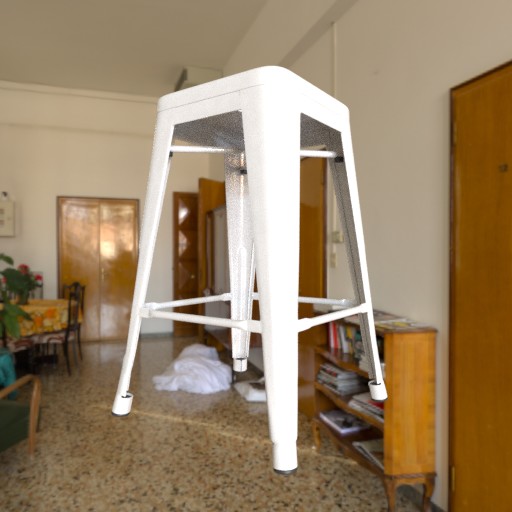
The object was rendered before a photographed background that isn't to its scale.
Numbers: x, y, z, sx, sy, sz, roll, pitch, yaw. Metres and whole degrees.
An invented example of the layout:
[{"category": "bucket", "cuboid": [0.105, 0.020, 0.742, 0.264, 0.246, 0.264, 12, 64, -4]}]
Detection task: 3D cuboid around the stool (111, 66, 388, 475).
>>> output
[{"category": "stool", "cuboid": [0.000, 0.000, 0.889, 0.406, 0.610, 0.406, 1, 1, 36]}]
